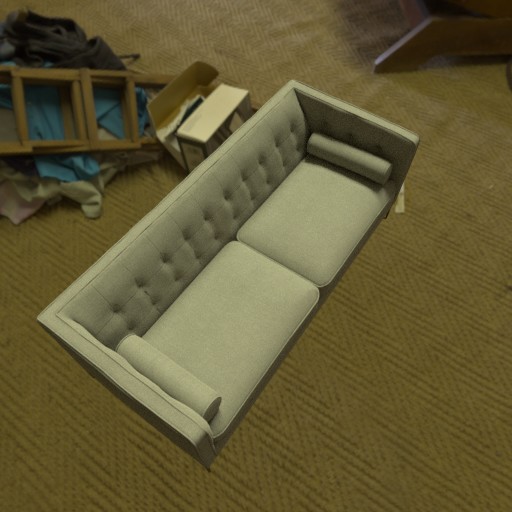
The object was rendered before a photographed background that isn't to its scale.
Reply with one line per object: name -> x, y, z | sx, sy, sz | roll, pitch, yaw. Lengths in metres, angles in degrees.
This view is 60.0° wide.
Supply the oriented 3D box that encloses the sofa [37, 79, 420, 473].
sofa -> 0.000, 0.000, 2.556 | 0.912, 0.798, 2.079 | 31, 62, 18
